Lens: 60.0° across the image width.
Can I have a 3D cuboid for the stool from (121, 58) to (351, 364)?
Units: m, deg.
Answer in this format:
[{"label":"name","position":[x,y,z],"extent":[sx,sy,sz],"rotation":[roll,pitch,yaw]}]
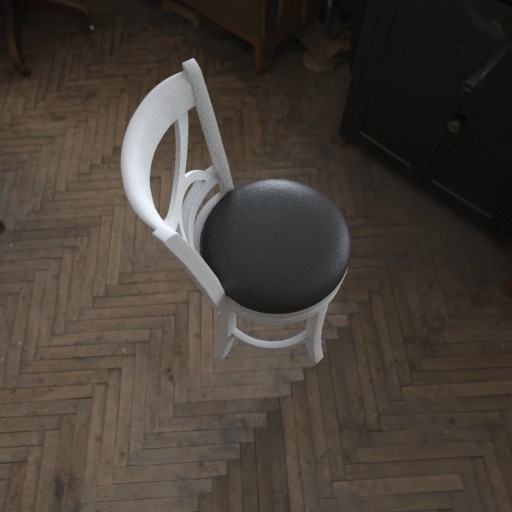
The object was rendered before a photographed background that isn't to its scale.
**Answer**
[{"label":"stool","position":[0.000,0.000,1.257],"extent":[0.508,0.953,0.444],"rotation":[2,63,1]}]
